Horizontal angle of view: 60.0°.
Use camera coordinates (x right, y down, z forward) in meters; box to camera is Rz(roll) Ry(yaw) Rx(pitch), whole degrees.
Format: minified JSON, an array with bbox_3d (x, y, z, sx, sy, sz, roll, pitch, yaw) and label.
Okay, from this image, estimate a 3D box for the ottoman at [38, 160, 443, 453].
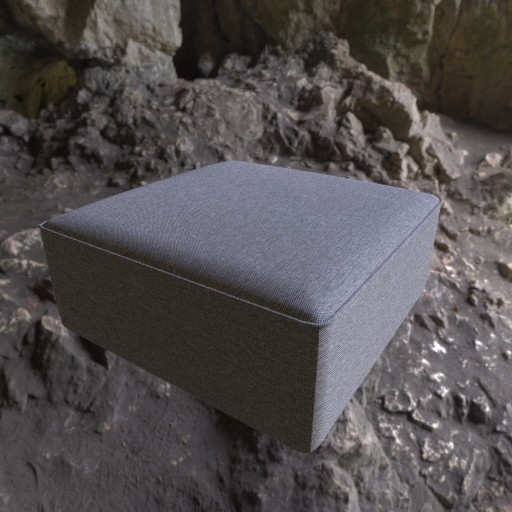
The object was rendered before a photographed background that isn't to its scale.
[{"bbox_3d":[0.000,0.000,1.573,1.005,0.455,1.005,16,30,30],"label":"ottoman"}]
